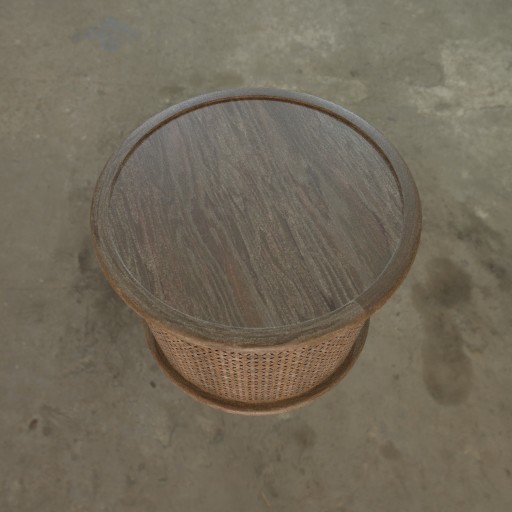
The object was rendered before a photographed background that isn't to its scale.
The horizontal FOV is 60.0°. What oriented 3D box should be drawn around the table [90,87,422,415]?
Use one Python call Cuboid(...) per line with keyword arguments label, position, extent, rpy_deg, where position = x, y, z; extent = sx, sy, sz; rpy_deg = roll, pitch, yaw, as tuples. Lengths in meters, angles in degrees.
Cuboid(label="table", position=(0.000, 0.000, 1.008), extent=(0.607, 0.450, 0.607), rpy_deg=(0, 58, 0))
